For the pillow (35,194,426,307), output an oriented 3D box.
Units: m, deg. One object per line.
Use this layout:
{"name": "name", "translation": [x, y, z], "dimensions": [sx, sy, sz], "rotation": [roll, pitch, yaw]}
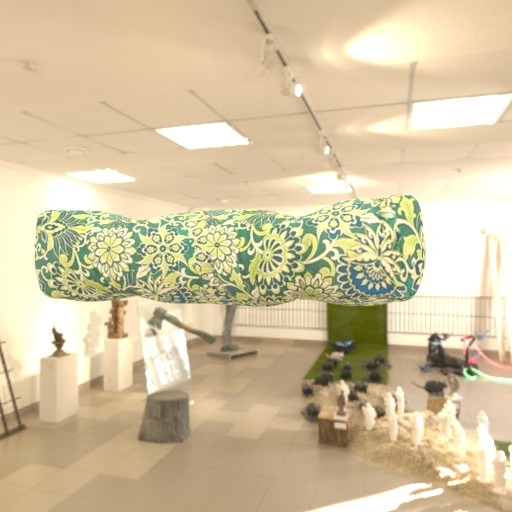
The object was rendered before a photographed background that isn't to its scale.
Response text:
{"name": "pillow", "translation": [0.000, 0.000, 0.724], "dimensions": [0.490, 0.128, 0.468], "rotation": [0, 0, 17]}
